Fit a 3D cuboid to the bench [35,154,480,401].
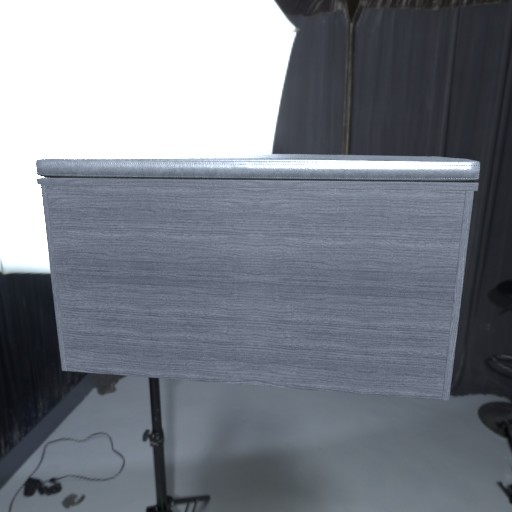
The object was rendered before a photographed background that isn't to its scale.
[{"bbox_3d":[0.000,0.000,1.134,0.905,0.501,0.401,2,14,8],"label":"bench"}]
